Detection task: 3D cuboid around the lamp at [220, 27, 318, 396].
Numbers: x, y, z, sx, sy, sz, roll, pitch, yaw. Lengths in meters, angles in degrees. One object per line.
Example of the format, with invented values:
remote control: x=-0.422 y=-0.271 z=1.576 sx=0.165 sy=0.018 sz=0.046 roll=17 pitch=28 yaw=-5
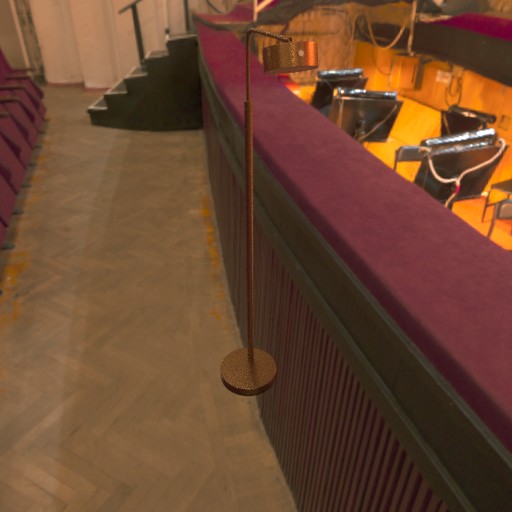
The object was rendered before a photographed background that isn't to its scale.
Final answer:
lamp: x=0.000 y=0.000 z=1.353 sx=0.219 sy=1.230 sz=0.418 roll=-10 pitch=33 yaw=-15
